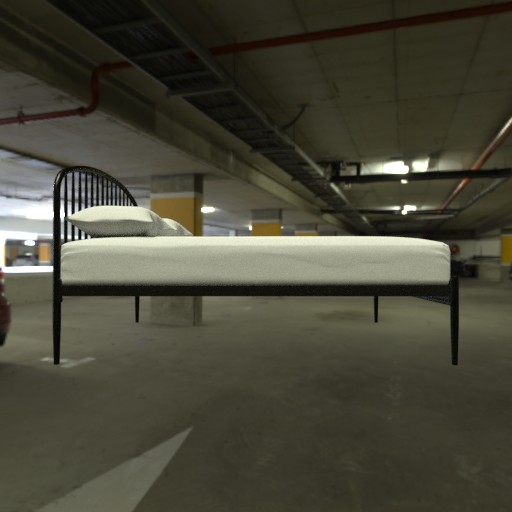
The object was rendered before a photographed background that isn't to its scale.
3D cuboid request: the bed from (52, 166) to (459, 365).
[{"bbox_3d":[0.000,0.000,3.147,2.159,1.166,1.618,0,0,0],"label":"bed"}]
